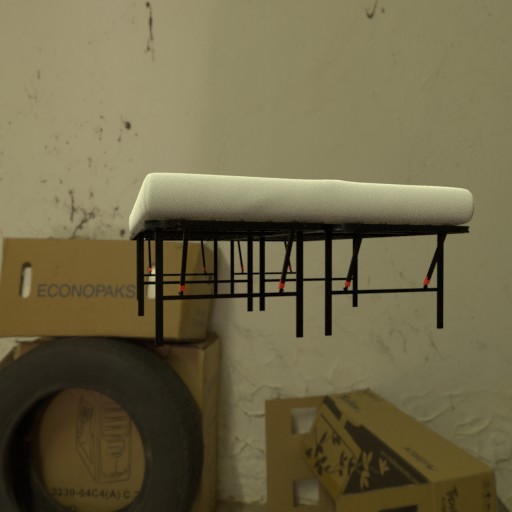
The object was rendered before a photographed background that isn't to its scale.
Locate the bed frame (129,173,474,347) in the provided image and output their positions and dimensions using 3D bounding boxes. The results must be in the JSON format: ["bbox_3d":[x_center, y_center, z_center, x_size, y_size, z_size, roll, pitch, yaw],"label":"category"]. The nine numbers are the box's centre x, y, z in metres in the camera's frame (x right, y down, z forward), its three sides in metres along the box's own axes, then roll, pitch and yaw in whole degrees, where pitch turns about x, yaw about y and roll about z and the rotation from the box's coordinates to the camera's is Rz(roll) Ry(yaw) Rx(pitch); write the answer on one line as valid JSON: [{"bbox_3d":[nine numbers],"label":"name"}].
[{"bbox_3d":[0.000,0.000,2.565,1.372,0.637,1.905,0,1,-17],"label":"bed frame"}]
